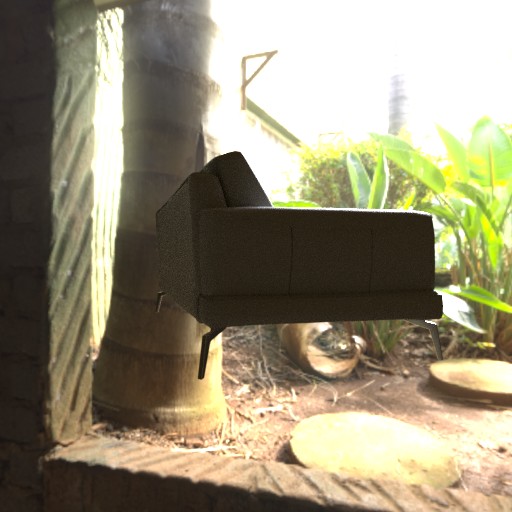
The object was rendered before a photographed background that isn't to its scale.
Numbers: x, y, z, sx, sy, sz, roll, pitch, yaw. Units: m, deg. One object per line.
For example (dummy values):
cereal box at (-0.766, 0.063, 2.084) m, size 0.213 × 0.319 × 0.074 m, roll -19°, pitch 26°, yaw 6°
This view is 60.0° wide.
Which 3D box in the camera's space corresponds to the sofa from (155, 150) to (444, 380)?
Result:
sofa at (0.000, 0.000, 2.820) m, size 1.121 × 0.930 × 2.177 m, roll 0°, pitch 0°, yaw -17°
